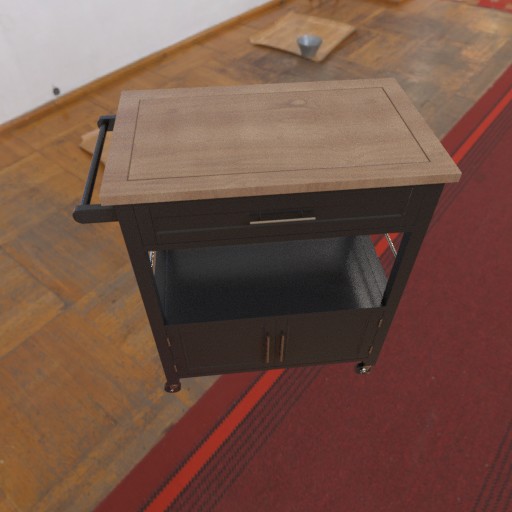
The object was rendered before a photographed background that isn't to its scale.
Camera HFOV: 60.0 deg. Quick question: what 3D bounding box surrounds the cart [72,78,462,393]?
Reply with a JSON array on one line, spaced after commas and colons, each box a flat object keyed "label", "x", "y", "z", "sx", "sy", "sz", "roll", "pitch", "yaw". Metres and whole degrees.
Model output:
[{"label": "cart", "x": 0.000, "y": 0.000, "z": 1.400, "sx": 0.840, "sy": 0.901, "sz": 0.459, "roll": -4, "pitch": 47, "yaw": -4}]
